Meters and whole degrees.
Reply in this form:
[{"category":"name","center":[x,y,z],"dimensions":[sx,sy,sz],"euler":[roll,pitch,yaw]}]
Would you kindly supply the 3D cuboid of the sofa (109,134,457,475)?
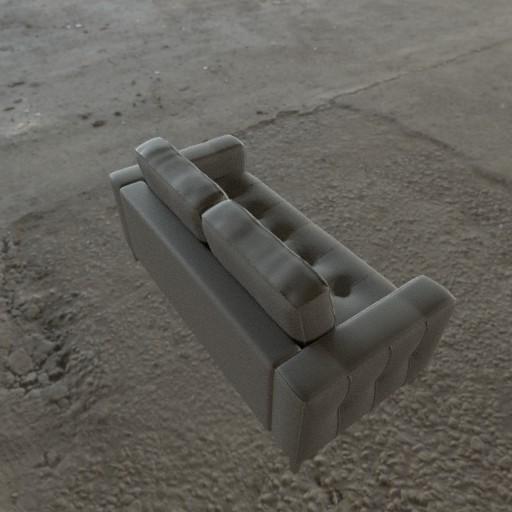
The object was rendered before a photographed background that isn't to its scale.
[{"category":"sofa","center":[0.000,0.000,2.238],"dimensions":[0.833,0.893,1.726],"euler":[-26,49,-25]}]
